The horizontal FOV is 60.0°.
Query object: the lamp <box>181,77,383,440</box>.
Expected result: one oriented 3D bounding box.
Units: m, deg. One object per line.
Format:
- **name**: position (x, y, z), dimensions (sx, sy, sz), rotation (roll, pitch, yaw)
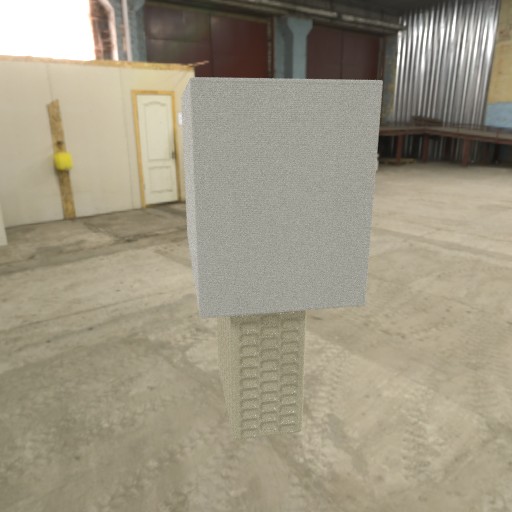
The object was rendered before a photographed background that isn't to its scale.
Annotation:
- **lamp**: position (0.000, 0.000, 0.696), dimensions (0.200, 0.515, 0.380), rotation (-3, 17, -10)
